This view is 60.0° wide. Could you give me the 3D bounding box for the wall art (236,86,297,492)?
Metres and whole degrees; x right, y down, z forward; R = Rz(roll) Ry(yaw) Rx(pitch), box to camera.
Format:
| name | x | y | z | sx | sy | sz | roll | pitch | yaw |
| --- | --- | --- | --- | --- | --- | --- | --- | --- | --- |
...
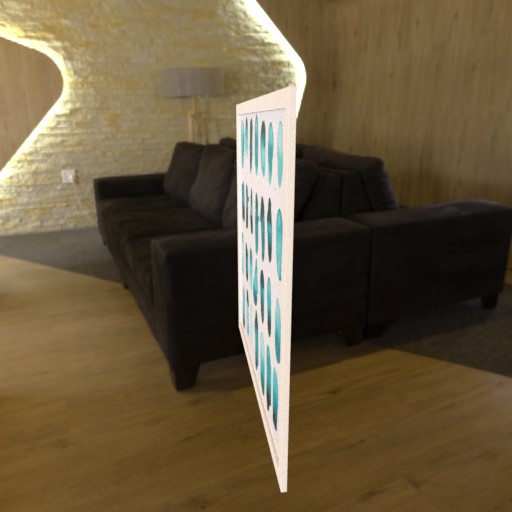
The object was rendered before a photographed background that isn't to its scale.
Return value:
| name | x | y | z | sx | sy | sz | roll | pitch | yaw |
| --- | --- | --- | --- | --- | --- | --- | --- | --- | --- |
| wall art | 0.000 | 0.000 | 0.835 | 0.009 | 0.559 | 0.558 | -2 | 17 | -8 |
